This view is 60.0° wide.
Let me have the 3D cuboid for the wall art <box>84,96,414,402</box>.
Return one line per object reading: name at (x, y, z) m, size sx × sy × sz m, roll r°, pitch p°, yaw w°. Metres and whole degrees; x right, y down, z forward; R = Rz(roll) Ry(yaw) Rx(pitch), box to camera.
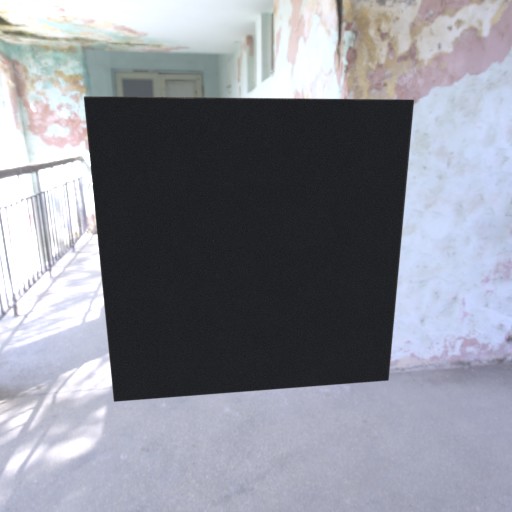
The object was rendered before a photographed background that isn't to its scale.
wall art at (0.000, 0.000, 0.452) m, size 0.304 × 0.303 × 0.015 m, roll -2°, pitch 16°, yaw -8°
